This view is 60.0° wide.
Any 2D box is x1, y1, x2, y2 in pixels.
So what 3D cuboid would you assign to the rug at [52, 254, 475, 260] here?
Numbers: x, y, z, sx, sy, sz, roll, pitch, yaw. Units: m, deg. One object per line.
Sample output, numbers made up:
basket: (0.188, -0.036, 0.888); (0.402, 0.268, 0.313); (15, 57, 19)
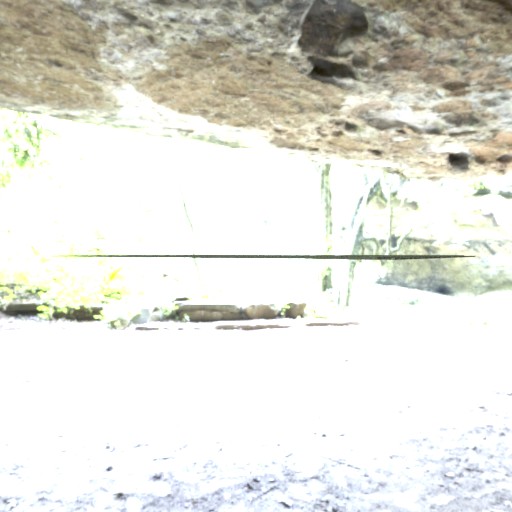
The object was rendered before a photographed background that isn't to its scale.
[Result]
rug: (0.000, 0.000, 3.028); (2.486, 0.013, 1.548); (0, 0, 36)
